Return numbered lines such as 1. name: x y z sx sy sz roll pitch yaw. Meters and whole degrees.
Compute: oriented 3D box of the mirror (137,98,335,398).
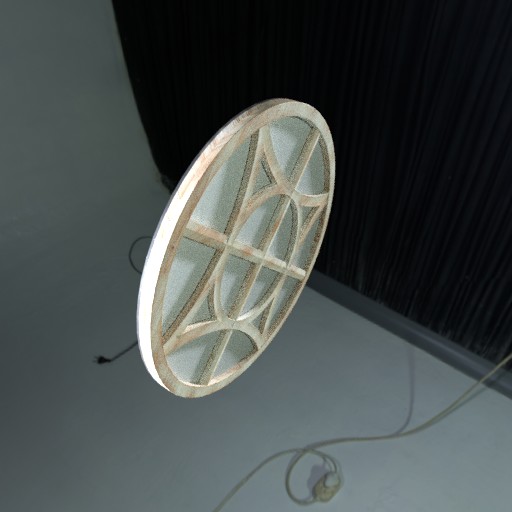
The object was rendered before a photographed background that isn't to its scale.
1. mirror: 0.000 0.000 1.046 0.038 0.710 0.710 24 46 26
